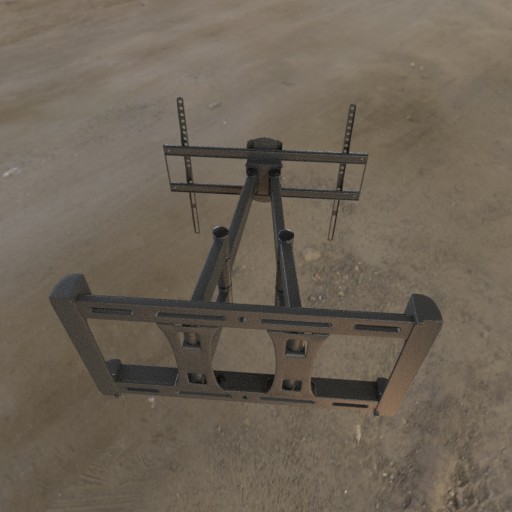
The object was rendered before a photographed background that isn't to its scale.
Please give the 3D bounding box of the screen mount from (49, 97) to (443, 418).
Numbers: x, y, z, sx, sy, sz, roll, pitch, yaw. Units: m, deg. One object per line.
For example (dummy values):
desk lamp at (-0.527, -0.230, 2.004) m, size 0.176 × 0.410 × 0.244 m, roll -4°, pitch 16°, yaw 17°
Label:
screen mount at (0.000, 0.000, 0.948) m, size 0.571 × 0.424 × 0.556 m, roll 3°, pitch 47°, yaw 3°
